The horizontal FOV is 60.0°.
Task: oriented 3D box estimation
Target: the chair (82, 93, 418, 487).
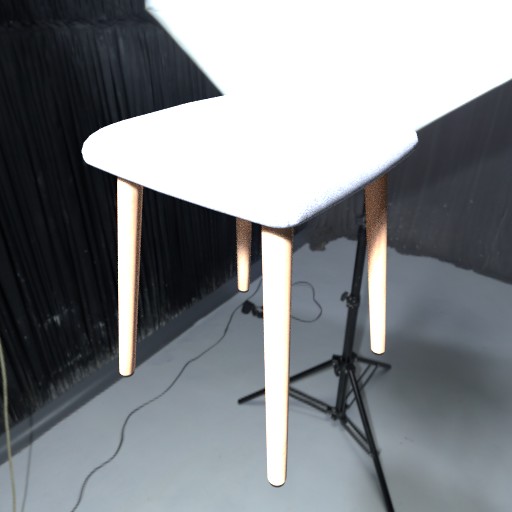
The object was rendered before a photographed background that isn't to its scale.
[{"bbox_3d":[0.000,0.000,0.687,0.350,0.440,0.350,22,37,32],"label":"chair"}]
